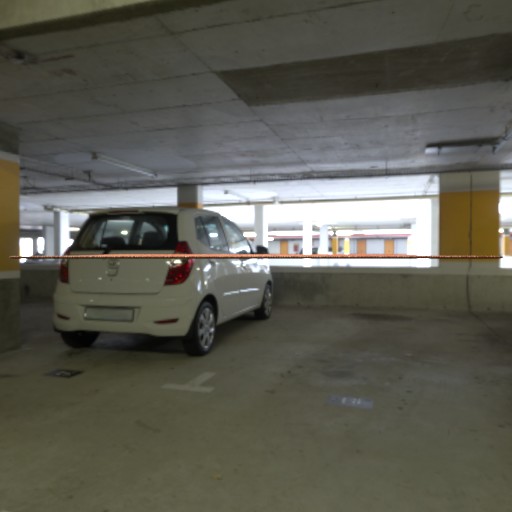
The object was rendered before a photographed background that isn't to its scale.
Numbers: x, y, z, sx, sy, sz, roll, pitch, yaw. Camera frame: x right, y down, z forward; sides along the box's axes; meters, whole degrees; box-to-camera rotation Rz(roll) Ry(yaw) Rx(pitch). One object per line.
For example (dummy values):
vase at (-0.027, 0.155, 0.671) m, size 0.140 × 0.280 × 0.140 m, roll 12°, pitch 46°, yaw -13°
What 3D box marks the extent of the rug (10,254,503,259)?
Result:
rug at (0.000, 0.000, 2.132) m, size 1.747 × 0.011 × 1.139 m, roll 0°, pitch 1°, yaw 0°
